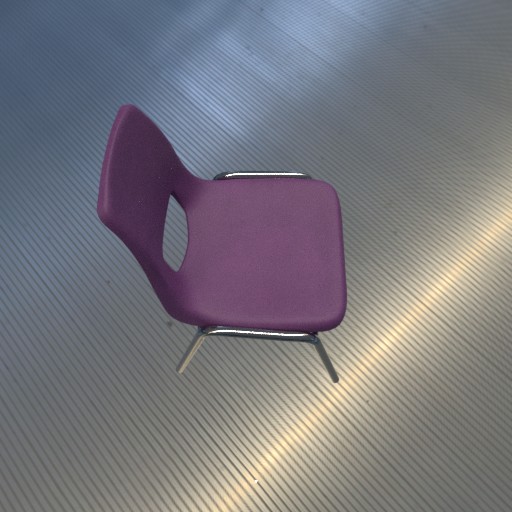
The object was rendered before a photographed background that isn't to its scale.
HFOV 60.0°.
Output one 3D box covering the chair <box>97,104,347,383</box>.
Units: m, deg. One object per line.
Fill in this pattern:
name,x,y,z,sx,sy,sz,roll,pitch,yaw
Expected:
chair,0.000,0.000,0.921,0.432,0.654,0.381,2,63,1
